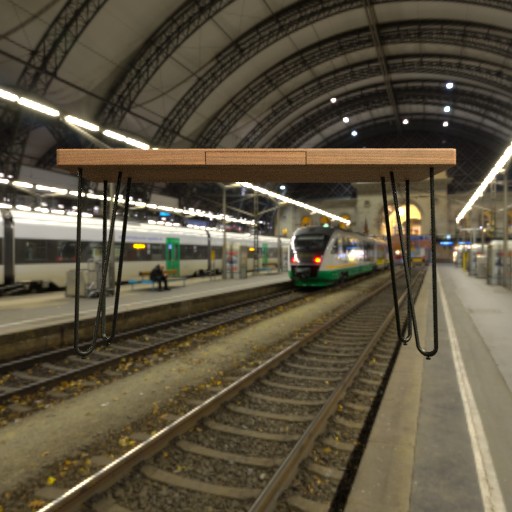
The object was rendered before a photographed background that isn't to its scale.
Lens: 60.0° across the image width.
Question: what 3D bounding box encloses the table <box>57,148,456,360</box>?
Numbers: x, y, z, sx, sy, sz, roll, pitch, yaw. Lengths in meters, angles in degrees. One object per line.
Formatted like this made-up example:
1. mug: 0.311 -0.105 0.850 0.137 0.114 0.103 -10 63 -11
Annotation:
1. table: 0.000 0.000 1.933 1.570 0.834 0.425 0 0 0
